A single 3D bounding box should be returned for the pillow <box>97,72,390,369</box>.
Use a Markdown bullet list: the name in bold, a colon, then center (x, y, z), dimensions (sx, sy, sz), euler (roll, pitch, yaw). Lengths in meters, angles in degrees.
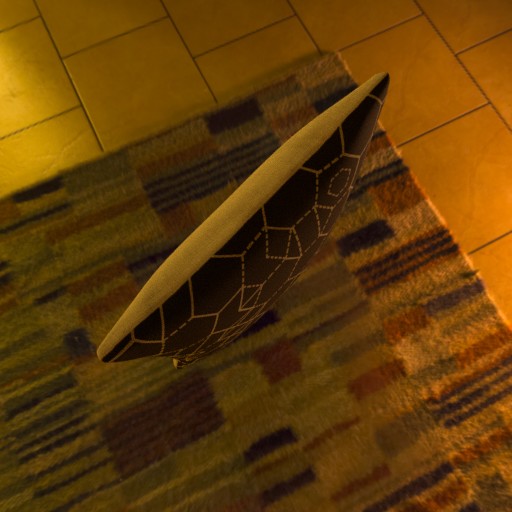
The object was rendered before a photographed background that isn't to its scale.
- **pillow**: center (0.000, 0.000, 0.787), dimensions (0.158, 0.508, 0.517), euler (42, 79, 10)
